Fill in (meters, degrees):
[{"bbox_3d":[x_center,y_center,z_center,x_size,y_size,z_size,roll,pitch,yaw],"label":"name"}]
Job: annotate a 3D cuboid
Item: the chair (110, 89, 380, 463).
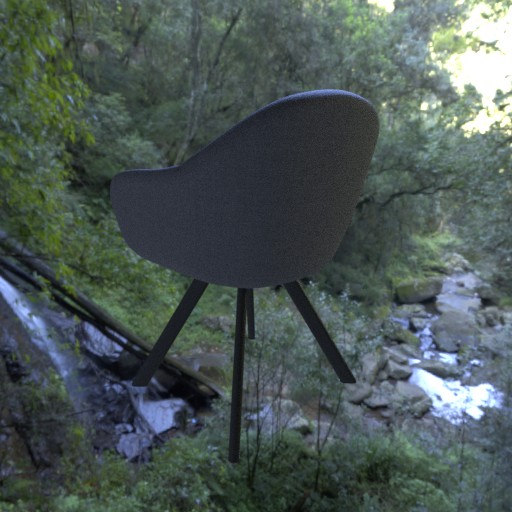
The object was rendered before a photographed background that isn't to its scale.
[{"bbox_3d":[0.000,0.000,1.168,0.590,0.795,0.550,-15,21,-42],"label":"chair"}]
